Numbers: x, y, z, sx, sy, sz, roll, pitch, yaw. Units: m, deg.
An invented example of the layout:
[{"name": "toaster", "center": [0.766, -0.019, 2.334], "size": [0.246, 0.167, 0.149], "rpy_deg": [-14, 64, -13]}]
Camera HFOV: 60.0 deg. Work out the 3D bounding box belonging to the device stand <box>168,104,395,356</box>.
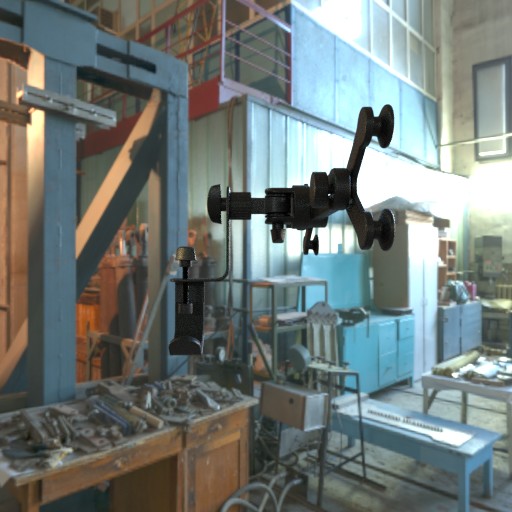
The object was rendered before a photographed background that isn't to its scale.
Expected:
[{"name": "device stand", "center": [0.000, 0.000, 0.368], "size": [0.142, 0.166, 0.270], "rpy_deg": [0, -1, -1]}]
